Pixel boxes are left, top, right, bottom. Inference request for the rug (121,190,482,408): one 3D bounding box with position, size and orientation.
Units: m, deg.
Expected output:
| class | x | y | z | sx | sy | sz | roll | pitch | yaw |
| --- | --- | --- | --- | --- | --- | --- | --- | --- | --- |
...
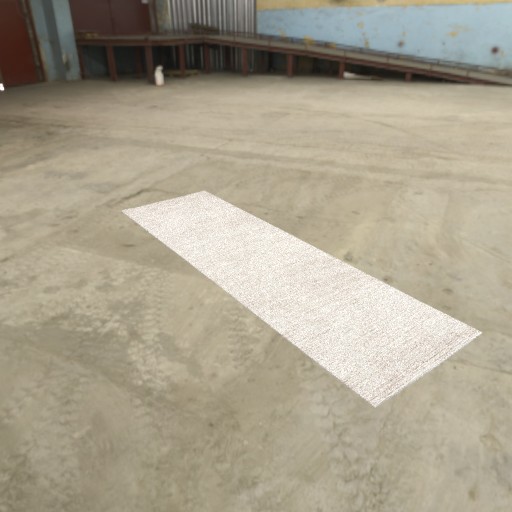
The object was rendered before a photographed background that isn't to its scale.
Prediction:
| class | x | y | z | sx | sy | sz | roll | pitch | yaw |
| --- | --- | --- | --- | --- | --- | --- | --- | --- | --- |
| rug | 0.000 | 0.000 | 2.564 | 0.712 | 0.013 | 2.346 | -19 | 33 | -32 |
